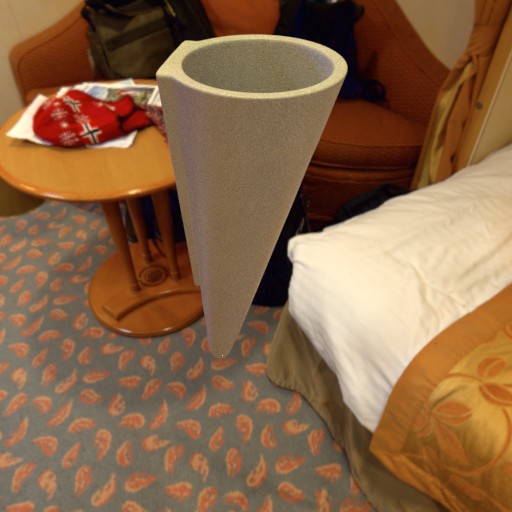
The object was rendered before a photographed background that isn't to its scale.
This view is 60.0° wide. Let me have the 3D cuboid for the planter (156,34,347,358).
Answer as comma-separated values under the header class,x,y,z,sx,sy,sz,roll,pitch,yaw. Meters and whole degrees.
class,x,y,z,sx,sy,sz,roll,pitch,yaw
planter,0.000,0.000,0.223,0.064,0.191,0.057,8,45,8
